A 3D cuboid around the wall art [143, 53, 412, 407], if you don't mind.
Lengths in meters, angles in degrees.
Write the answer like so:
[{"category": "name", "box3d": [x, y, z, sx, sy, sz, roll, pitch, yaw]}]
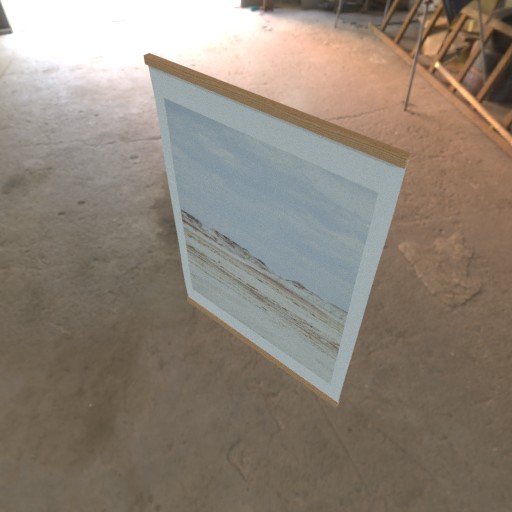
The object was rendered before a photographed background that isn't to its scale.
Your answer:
[{"category": "wall art", "box3d": [0.000, 0.000, 1.348, 0.739, 1.016, 0.020, 31, 53, 26]}]
